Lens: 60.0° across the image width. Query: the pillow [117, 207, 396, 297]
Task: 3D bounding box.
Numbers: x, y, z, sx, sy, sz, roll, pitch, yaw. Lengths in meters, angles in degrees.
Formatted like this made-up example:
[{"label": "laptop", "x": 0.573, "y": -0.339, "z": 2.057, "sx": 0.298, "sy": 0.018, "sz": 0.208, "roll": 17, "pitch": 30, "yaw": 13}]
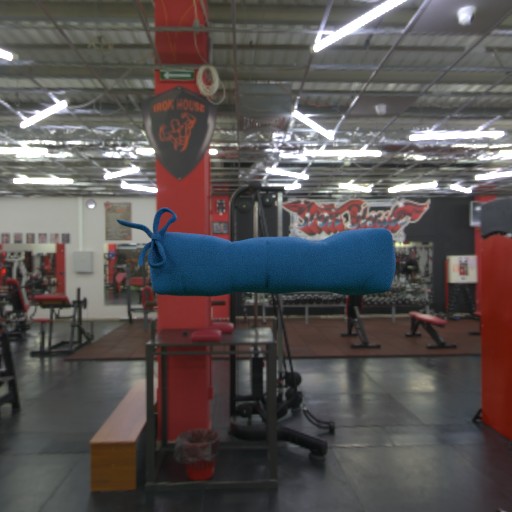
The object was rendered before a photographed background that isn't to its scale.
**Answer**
[{"label": "pillow", "x": 0.000, "y": 0.000, "z": 1.342, "sx": 0.511, "sy": 0.174, "sz": 1.194, "roll": 0, "pitch": 0, "yaw": 0}]
